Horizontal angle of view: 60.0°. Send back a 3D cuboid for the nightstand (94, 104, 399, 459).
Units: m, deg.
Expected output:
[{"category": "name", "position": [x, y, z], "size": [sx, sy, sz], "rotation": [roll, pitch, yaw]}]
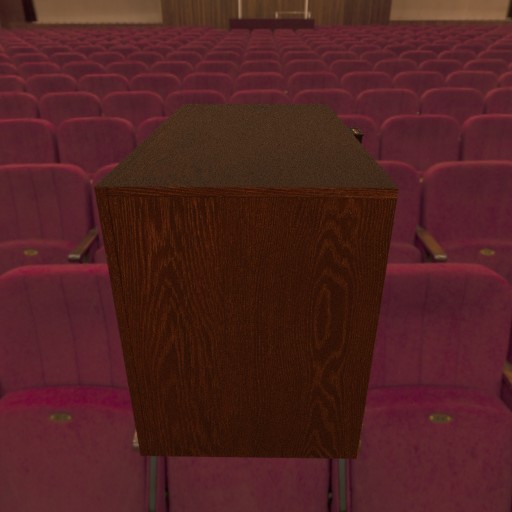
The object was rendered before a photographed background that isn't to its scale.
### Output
[{"category": "nightstand", "position": [0.000, 0.000, 1.103], "size": [0.457, 0.612, 0.775], "rotation": [0, 27, 1]}]
